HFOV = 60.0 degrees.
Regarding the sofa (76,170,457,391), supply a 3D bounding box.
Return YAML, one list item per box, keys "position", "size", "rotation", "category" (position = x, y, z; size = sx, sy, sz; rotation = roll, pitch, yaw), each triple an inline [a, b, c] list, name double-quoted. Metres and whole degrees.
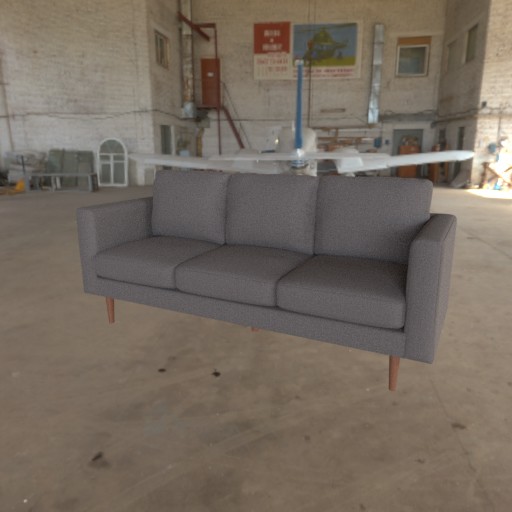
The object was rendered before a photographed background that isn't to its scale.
- position: [0.000, 0.000, 2.539]
  size: [2.029, 0.912, 0.802]
  rotation: [7, 16, 26]
  category: "sofa"
